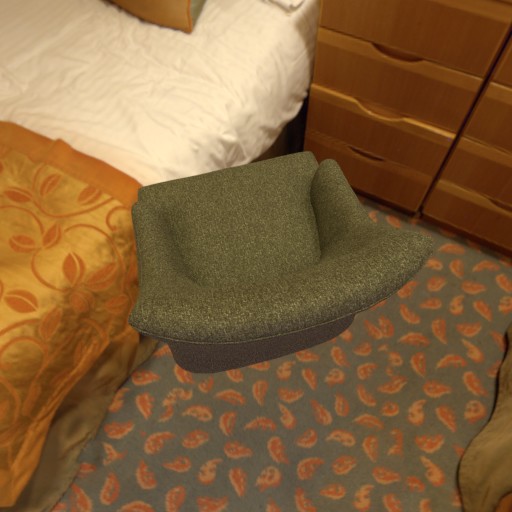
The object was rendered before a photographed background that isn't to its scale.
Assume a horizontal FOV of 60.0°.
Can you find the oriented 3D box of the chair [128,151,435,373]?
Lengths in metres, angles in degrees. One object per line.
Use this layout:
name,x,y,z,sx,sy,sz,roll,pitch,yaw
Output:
chair,0.000,0.000,1.649,0.864,0.856,0.923,-14,60,-8
